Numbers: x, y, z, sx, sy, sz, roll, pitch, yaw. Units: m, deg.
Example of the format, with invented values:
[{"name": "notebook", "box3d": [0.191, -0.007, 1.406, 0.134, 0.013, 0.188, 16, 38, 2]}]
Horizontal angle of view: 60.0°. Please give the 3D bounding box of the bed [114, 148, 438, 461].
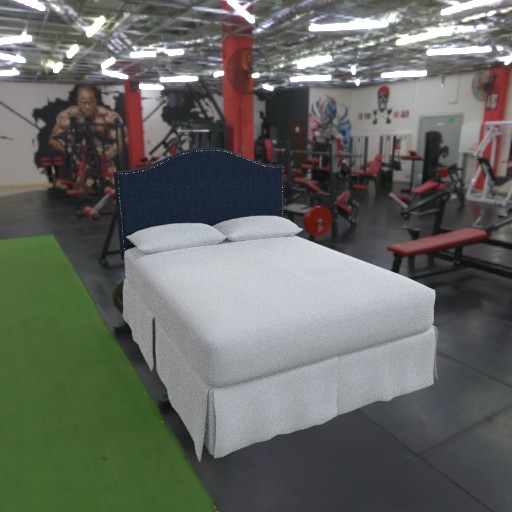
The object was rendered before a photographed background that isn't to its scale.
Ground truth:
[{"name": "bed", "box3d": [0.000, 0.000, 3.332, 1.725, 1.518, 2.153, -8, 18, -26]}]
